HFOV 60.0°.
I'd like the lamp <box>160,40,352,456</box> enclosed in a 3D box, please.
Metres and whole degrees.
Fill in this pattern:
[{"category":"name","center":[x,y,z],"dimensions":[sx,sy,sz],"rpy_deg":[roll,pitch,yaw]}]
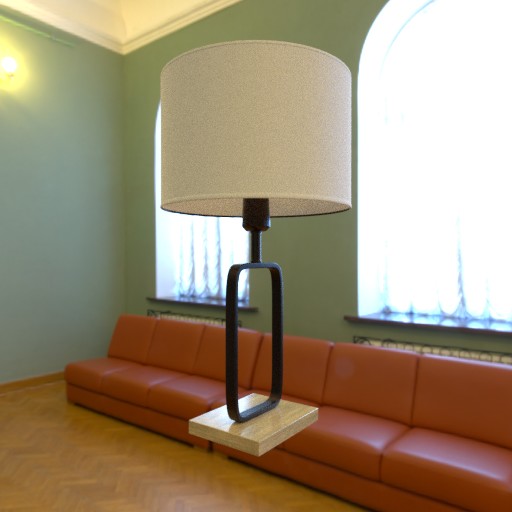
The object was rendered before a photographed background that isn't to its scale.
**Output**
[{"category":"lamp","center":[0.000,0.000,0.660],"dimensions":[0.279,0.508,0.279],"rpy_deg":[0,0,37]}]
